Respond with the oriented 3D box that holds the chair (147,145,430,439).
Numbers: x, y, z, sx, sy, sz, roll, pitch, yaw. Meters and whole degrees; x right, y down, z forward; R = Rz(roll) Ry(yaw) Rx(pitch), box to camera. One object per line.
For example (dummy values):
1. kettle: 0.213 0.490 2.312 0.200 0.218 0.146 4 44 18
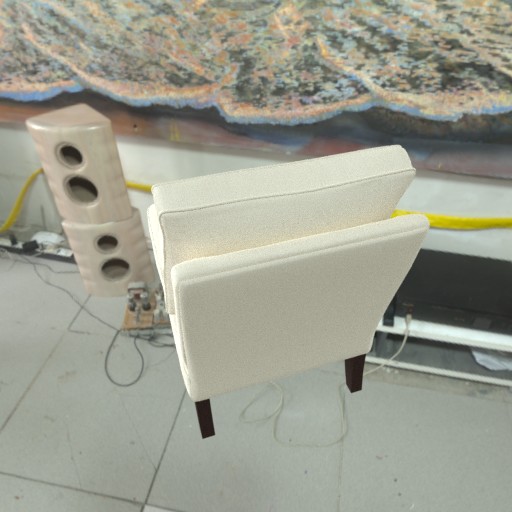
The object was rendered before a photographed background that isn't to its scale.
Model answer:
1. chair: 0.000 0.000 1.427 0.630 0.887 0.781 -12 43 -14
